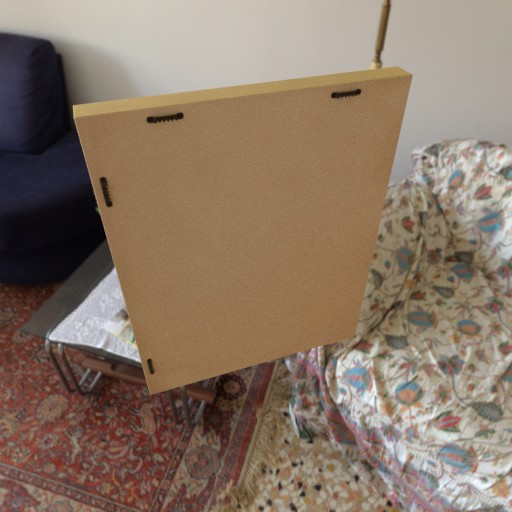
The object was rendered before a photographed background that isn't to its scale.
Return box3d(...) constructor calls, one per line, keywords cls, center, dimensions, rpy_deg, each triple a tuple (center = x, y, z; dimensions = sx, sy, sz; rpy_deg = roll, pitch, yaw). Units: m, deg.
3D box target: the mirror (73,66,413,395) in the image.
box3d(cls="mirror", center=(0.000, 0.000, 0.680), dimensions=(0.405, 0.508, 0.041), rpy_deg=(-13, 42, -14))
